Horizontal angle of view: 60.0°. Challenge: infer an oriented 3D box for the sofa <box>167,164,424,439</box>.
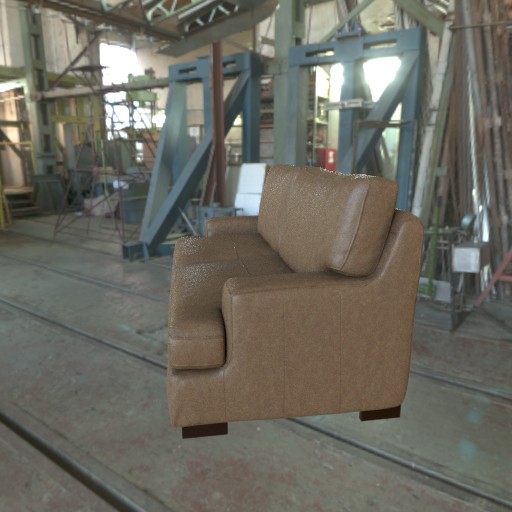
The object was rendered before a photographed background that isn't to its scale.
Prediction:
[{"bbox_3d":[0.000,0.000,2.486,0.962,0.980,1.855,-2,14,-9],"label":"sofa"}]
